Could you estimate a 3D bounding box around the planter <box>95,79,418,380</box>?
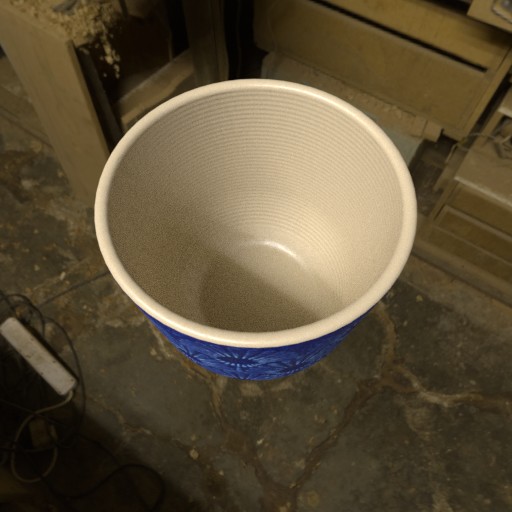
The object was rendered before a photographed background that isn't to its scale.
[{"bbox_3d":[0.000,0.000,0.301,0.170,0.153,0.170,0,62,0],"label":"planter"}]
